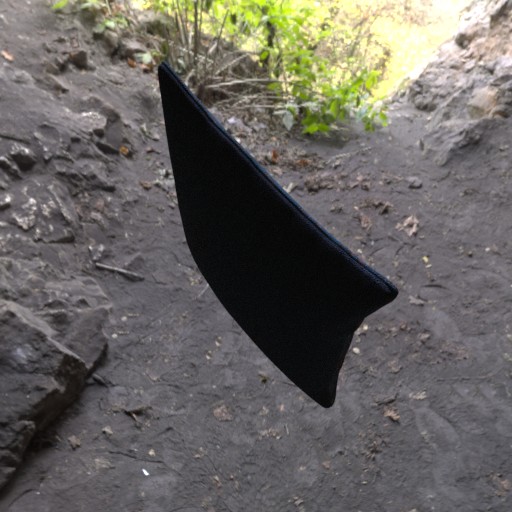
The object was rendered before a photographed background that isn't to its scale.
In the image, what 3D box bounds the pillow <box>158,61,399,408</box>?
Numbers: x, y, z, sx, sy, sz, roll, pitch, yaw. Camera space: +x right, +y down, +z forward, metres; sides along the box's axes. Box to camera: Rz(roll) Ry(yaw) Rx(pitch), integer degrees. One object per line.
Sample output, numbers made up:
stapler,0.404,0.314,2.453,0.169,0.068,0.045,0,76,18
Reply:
pillow,0.000,0.000,0.668,0.141,0.431,0.431,-32,63,-18
